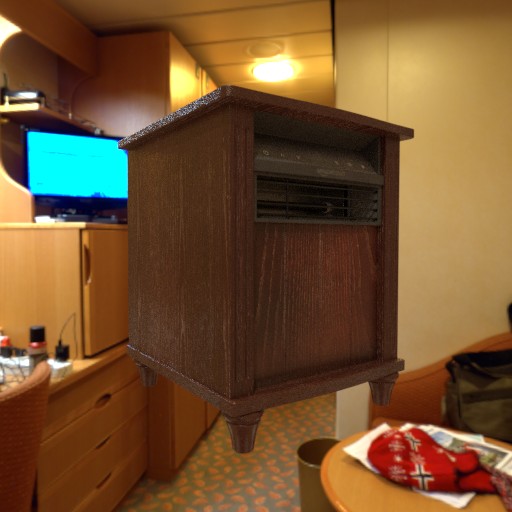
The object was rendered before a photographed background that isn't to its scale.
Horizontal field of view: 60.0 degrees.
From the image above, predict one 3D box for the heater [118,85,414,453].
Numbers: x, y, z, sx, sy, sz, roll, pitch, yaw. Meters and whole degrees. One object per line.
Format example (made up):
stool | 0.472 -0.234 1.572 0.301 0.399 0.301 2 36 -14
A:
heater | 0.000 0.000 0.772 0.362 0.481 0.400 -1 3 -36
